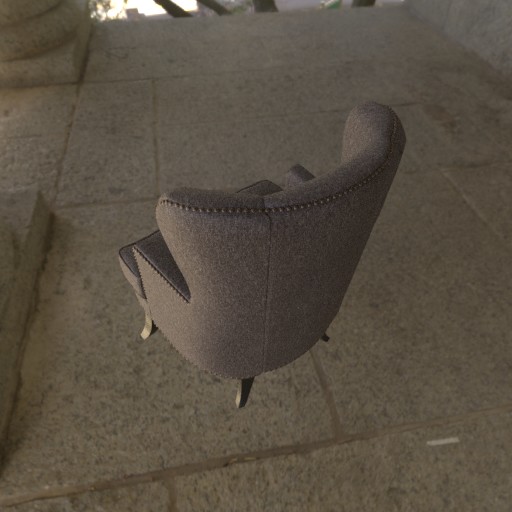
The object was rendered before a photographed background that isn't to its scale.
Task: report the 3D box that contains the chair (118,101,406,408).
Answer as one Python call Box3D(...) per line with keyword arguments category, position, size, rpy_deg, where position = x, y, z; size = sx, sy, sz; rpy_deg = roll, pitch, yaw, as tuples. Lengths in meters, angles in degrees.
Box3D(category="chair", position=(0.000, 0.000, 1.581), size=(0.759, 1.060, 0.758), rpy_deg=(-31, 53, -27))
